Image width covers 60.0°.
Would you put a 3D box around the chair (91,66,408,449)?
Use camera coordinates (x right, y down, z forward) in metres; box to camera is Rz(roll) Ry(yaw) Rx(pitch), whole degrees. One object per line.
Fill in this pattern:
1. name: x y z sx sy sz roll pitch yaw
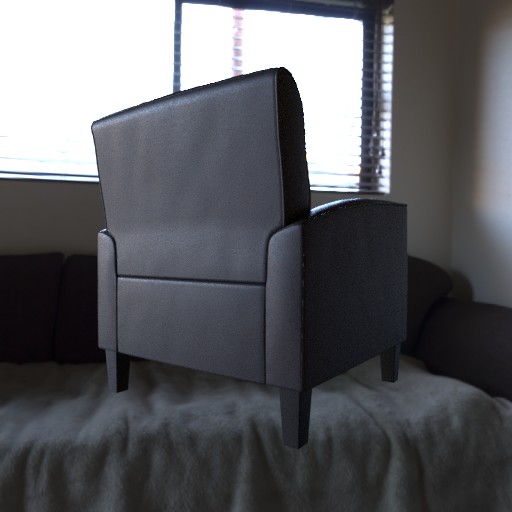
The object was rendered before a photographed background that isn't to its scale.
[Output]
1. chair: 0.000 0.000 1.548 0.820 0.916 0.819 1 1 36
